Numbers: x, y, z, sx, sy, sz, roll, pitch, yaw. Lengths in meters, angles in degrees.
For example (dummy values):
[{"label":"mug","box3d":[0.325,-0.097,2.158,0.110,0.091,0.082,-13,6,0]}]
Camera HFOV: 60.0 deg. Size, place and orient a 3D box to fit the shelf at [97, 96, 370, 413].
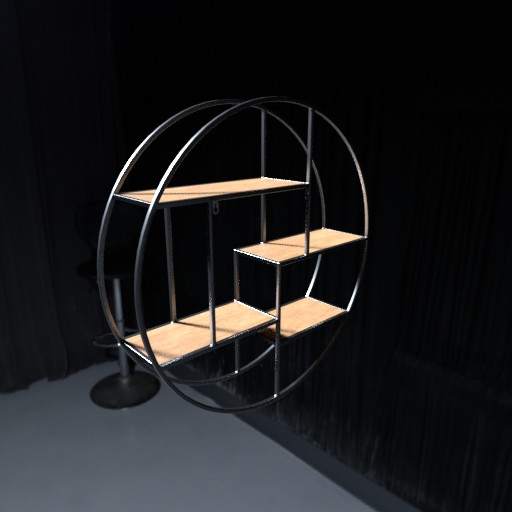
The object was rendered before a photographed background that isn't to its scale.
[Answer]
[{"label":"shelf","box3d":[0.000,0.000,1.322,0.888,0.888,0.202,-15,22,-41]}]
